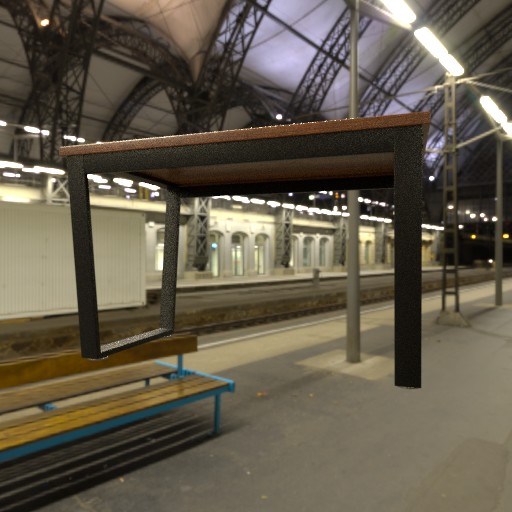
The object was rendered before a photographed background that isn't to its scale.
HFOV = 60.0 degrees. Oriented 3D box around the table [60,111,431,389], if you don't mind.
[{"bbox_3d":[0.000,0.000,1.690,1.205,0.760,0.714,0,0,19],"label":"table"}]
